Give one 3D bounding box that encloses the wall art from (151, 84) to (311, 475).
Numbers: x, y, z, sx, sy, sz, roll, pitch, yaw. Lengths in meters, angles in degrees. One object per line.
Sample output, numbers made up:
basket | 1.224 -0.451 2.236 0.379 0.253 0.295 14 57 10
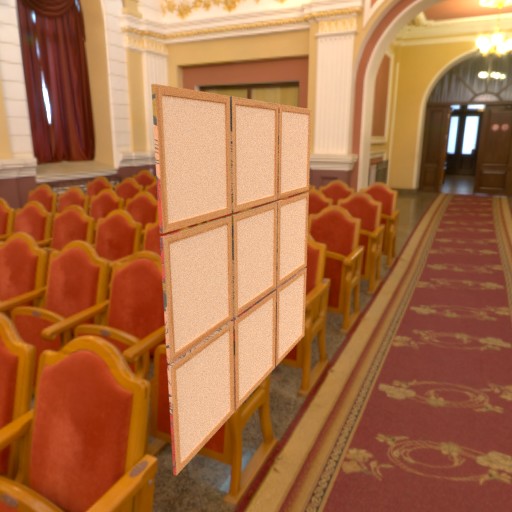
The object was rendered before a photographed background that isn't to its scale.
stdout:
wall art | 0.000 0.000 1.836 0.013 1.218 1.206 7 17 26
